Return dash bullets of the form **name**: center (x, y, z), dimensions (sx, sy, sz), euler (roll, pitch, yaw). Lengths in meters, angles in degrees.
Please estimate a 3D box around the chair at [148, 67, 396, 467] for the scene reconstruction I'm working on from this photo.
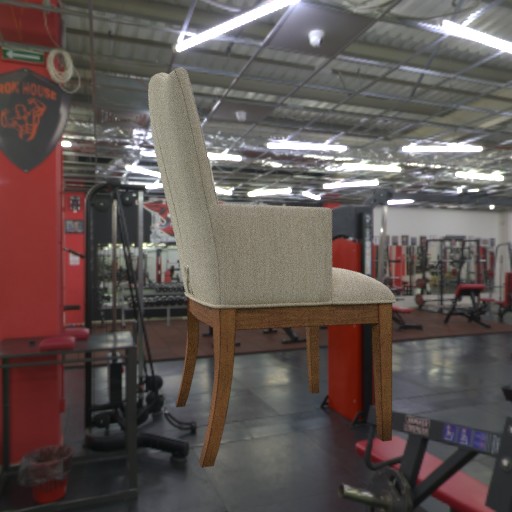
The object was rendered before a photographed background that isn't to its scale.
- **chair**: center (0.000, 0.000, 1.358), dimensions (0.641, 1.016, 0.533), euler (0, -1, -18)
